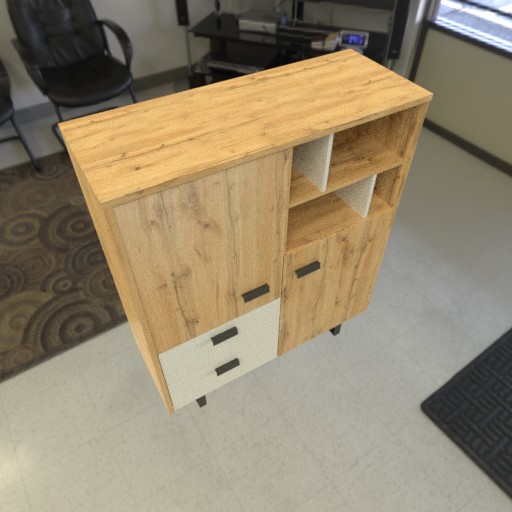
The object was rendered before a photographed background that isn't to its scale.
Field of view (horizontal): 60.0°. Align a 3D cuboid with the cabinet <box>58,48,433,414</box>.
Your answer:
[{"bbox_3d":[0.000,0.000,1.962,1.168,1.397,0.473,-23,50,-20],"label":"cabinet"}]
